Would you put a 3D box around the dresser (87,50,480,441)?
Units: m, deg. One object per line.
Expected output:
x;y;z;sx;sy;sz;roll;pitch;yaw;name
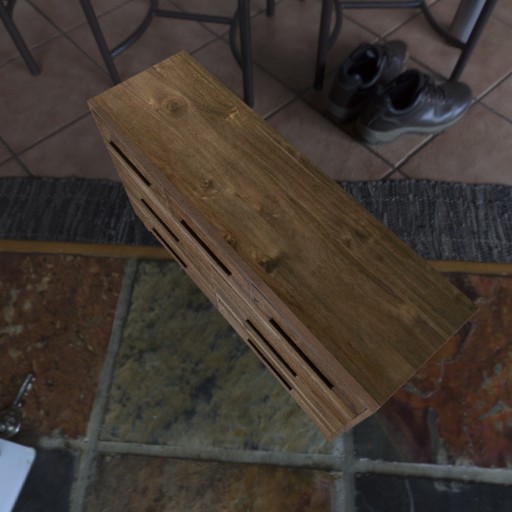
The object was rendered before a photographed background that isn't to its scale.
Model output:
0.000;0.000;1.794;0.446;0.873;1.400;-37;68;-17;dresser
